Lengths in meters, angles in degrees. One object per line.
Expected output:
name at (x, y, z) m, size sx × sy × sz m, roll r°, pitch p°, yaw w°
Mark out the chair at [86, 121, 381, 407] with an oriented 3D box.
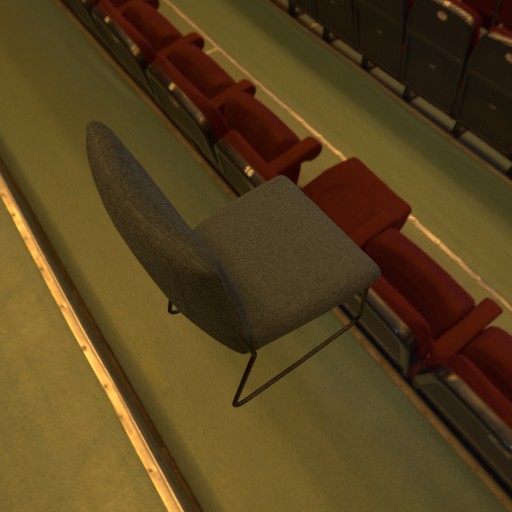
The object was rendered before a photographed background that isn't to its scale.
chair at (0.000, 0.000, 1.250) m, size 0.635 × 0.931 × 0.480 m, roll -32°, pitch 63°, yaw -18°
